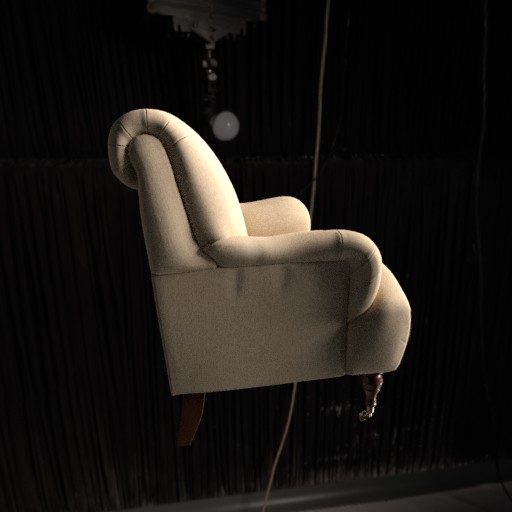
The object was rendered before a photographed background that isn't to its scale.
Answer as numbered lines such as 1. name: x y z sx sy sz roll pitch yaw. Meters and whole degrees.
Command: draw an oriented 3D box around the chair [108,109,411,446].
1. chair: 0.000 0.000 1.524 0.842 0.944 0.766 -3 16 -10
